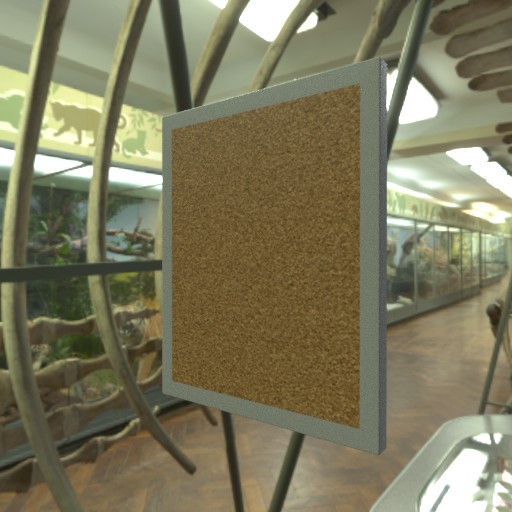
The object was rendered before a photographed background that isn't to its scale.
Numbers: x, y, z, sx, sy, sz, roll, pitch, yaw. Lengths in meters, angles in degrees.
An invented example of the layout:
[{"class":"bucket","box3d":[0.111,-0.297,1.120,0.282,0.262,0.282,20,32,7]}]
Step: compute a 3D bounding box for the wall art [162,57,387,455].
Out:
[{"class":"wall art","box3d":[0.000,0.000,0.765,0.454,0.556,0.028,0,1,37]}]
